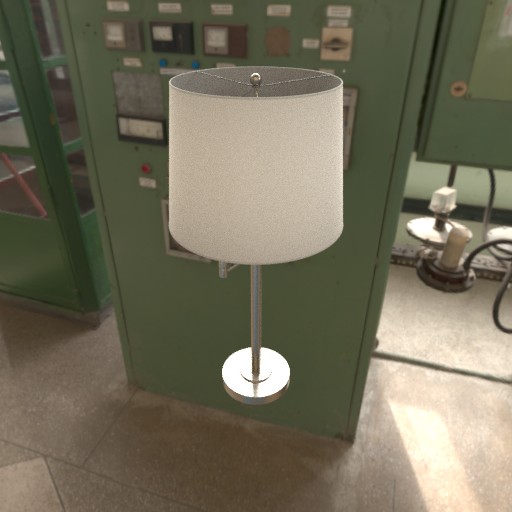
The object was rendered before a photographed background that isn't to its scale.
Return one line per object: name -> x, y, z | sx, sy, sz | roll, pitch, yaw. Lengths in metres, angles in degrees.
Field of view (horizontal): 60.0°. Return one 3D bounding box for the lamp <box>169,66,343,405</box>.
lamp -> 0.000, 0.000, 0.901 | 0.333, 0.696, 0.333 | 0, 31, 0
